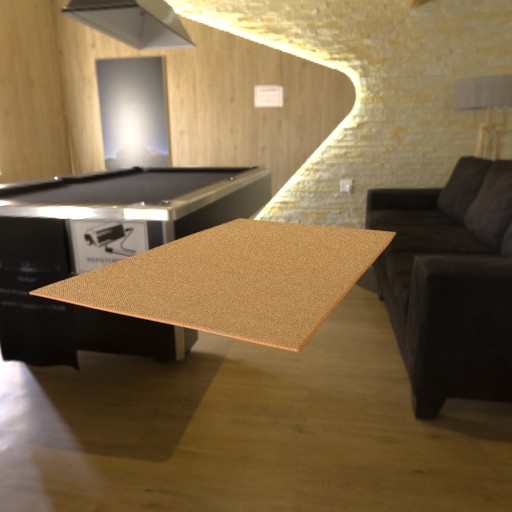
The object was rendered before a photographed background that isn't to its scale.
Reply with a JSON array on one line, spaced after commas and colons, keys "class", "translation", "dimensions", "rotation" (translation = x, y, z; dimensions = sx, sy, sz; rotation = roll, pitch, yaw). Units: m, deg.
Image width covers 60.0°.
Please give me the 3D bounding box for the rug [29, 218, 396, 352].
[{"class": "rug", "translation": [0.000, 0.000, 2.148], "dimensions": [1.078, 0.013, 1.678], "rotation": [7, 17, 25]}]
